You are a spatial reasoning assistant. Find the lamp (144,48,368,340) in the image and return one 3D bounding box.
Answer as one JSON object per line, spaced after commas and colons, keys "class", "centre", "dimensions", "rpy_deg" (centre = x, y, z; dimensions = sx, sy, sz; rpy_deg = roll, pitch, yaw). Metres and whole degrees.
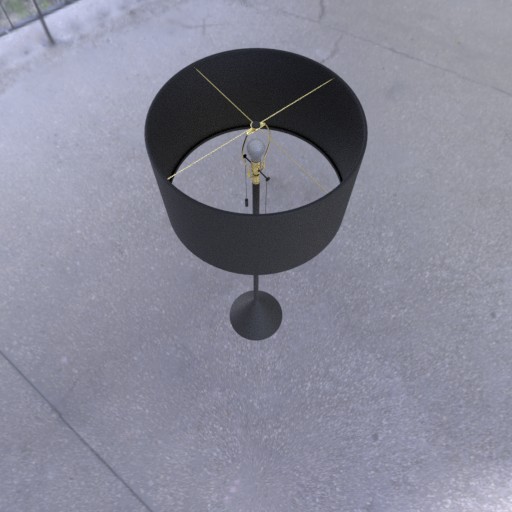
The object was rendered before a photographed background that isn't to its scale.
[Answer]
{"class": "lamp", "centre": [0.000, 0.000, 1.832], "dimensions": [0.580, 1.526, 0.580], "rpy_deg": [-36, 68, -17]}
